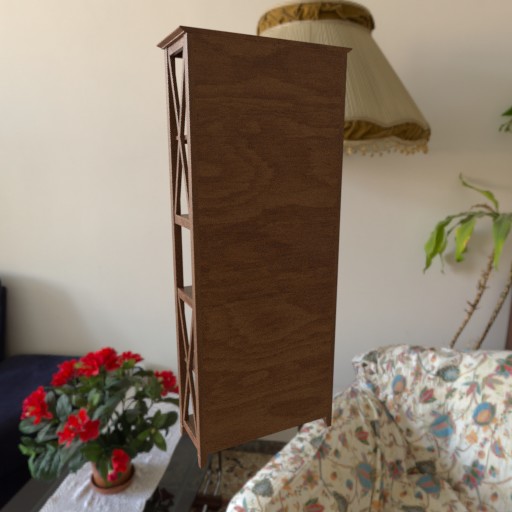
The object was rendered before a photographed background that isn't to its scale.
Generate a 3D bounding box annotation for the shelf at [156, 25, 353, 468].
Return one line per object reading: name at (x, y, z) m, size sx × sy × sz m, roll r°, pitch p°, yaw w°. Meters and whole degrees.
shelf at (0.000, 0.000, 2.177) m, size 0.805 × 1.905 × 0.335 m, roll -6°, pitch 14°, yaw -26°
